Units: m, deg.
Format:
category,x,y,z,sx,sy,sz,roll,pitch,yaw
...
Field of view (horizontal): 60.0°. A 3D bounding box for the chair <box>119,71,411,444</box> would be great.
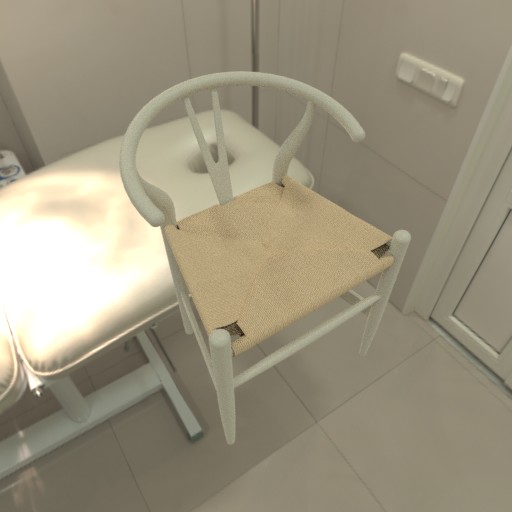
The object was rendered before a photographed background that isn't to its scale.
category,x,y,z,sx,sy,sz,roll,pitch,yaw
chair,0.000,0.000,1.119,0.533,0.736,0.500,-26,52,-22
